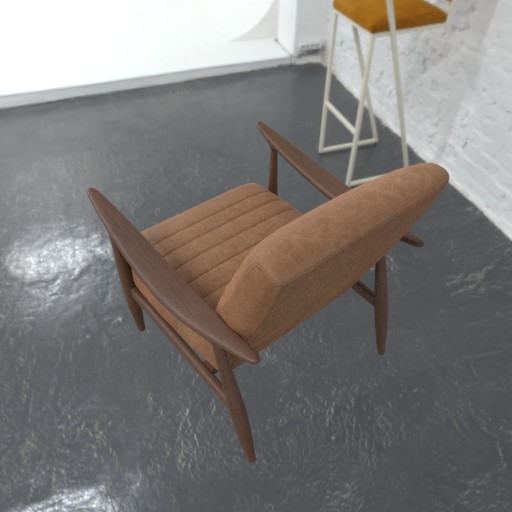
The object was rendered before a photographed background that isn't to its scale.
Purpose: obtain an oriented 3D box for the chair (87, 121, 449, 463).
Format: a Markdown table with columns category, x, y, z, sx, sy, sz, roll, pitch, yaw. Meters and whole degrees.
| category | x | y | z | sx | sy | sz | roll | pitch | yaw |
| --- | --- | --- | --- | --- | --- | --- | --- | --- | --- |
| chair | 0.000 | 0.000 | 1.405 | 0.741 | 0.832 | 0.798 | -30 | 52 | -27 |
